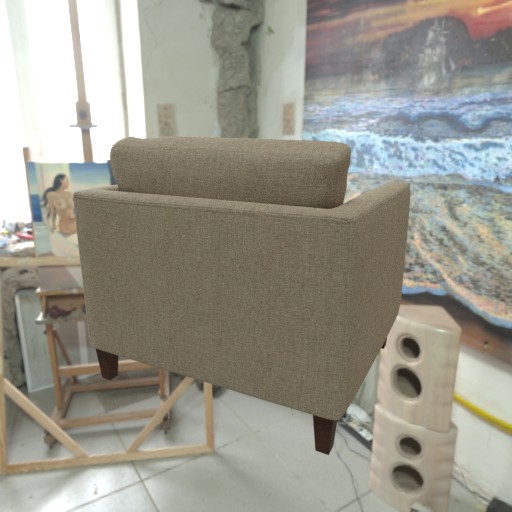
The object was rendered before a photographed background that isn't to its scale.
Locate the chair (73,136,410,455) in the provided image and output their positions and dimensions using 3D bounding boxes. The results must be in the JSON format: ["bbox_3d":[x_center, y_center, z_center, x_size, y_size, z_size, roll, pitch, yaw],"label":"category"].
[{"bbox_3d":[0.000,0.000,1.889,1.107,0.987,0.959,8,18,27],"label":"chair"}]
